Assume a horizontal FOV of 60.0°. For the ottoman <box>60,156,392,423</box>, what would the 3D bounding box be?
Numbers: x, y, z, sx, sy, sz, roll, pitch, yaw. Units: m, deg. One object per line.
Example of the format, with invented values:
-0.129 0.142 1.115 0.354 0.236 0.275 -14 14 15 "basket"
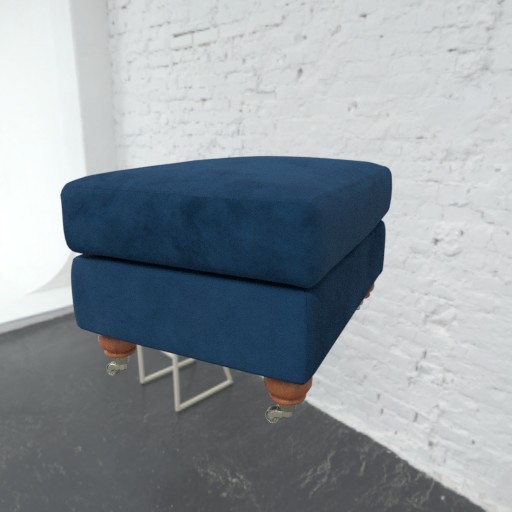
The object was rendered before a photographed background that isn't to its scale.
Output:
0.000 0.000 1.168 0.572 0.503 0.773 7 18 24 "ottoman"
